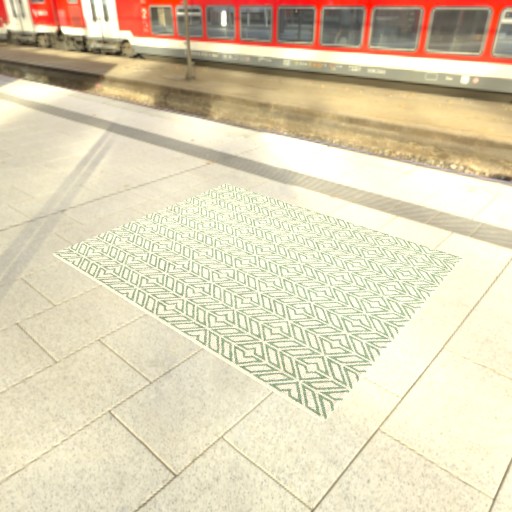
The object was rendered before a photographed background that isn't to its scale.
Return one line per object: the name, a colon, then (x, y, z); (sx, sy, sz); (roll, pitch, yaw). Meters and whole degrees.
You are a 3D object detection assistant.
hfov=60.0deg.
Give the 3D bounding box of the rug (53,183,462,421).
rug: (0.000, 0.000, 4.213); (3.050, 0.017, 2.441); (23, 37, 34)
